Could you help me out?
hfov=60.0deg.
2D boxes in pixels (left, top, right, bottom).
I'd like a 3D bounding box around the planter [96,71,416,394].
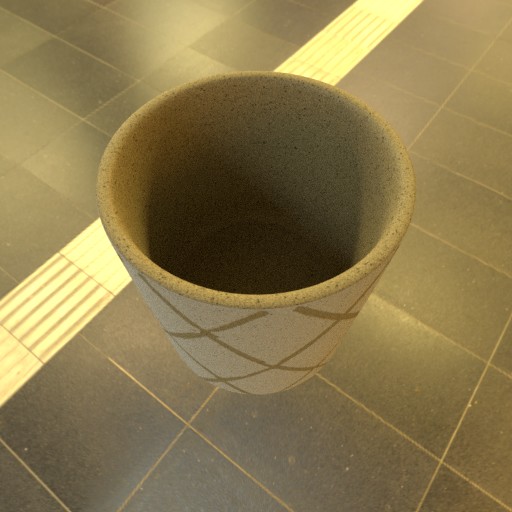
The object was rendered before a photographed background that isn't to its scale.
[{"bbox_3d":[0.000,0.000,0.350,0.191,0.199,0.191,0,57,0],"label":"planter"}]
